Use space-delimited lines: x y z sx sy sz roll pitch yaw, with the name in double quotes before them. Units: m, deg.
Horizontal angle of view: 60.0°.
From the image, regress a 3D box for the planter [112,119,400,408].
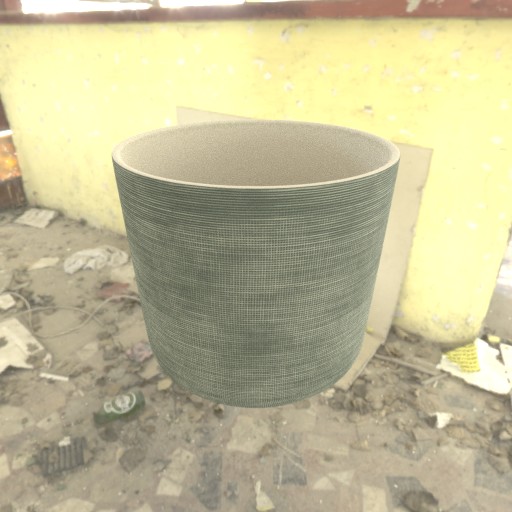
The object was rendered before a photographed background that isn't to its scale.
"planter" 0.000 0.000 0.792 0.440 0.398 0.440 0 27 0
